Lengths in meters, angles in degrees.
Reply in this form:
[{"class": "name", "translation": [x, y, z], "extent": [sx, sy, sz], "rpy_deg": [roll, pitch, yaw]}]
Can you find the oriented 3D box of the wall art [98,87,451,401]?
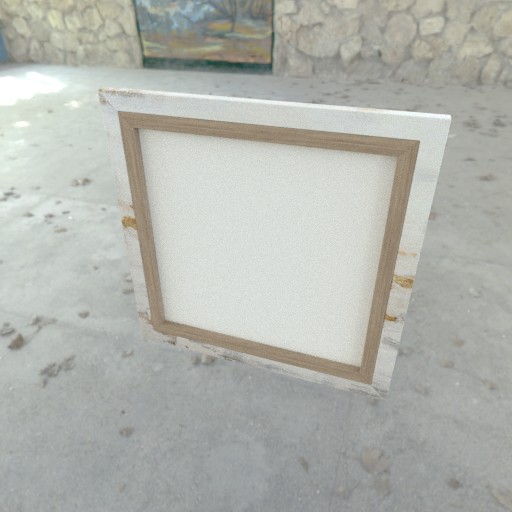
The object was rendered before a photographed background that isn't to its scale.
[{"class": "wall art", "translation": [0.000, 0.000, 1.501], "extent": [1.015, 1.018, 0.040], "rpy_deg": [11, 34, 16]}]
